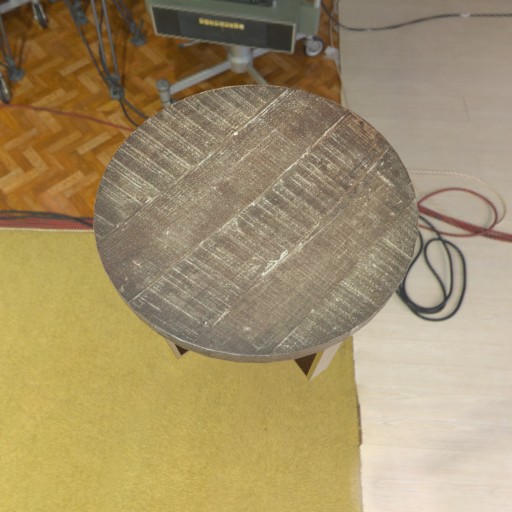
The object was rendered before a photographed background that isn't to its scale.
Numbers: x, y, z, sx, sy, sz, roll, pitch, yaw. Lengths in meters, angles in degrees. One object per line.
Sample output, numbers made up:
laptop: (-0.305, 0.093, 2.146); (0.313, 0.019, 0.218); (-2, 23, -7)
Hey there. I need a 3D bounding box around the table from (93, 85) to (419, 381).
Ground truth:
table: (0.000, 0.000, 0.963); (0.557, 0.437, 0.557); (0, 62, 0)
